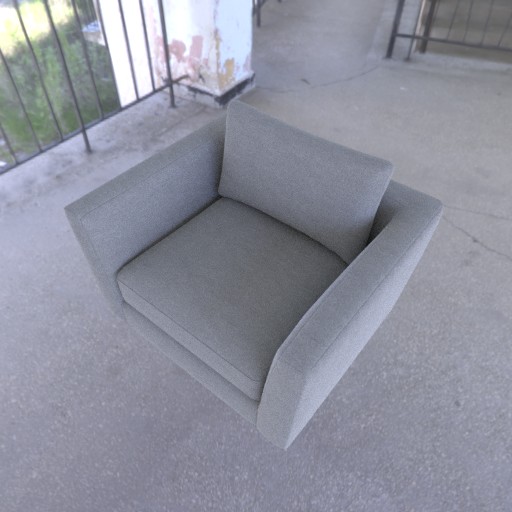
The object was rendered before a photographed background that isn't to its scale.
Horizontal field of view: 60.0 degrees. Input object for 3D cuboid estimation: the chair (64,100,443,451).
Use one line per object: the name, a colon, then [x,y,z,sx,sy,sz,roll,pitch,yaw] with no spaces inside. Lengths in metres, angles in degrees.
chair: [0.000,0.000,1.728,1.041,0.864,0.889,31,54,26]
